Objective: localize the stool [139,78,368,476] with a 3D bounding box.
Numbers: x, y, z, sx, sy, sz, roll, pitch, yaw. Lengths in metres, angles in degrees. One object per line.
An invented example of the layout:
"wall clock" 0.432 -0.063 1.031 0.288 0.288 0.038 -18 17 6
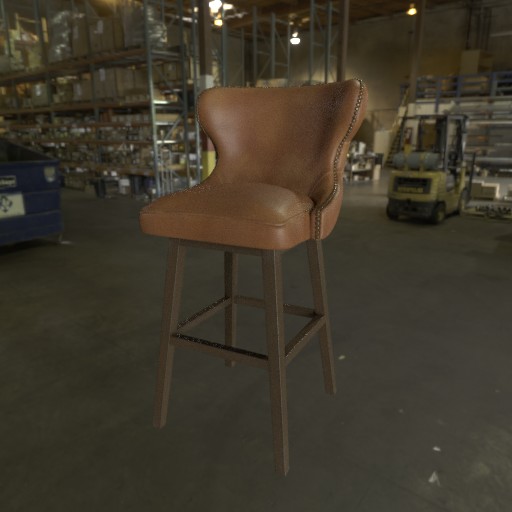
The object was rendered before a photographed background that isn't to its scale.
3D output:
"stool" 0.000 0.000 1.435 0.591 1.087 0.606 8 17 26
